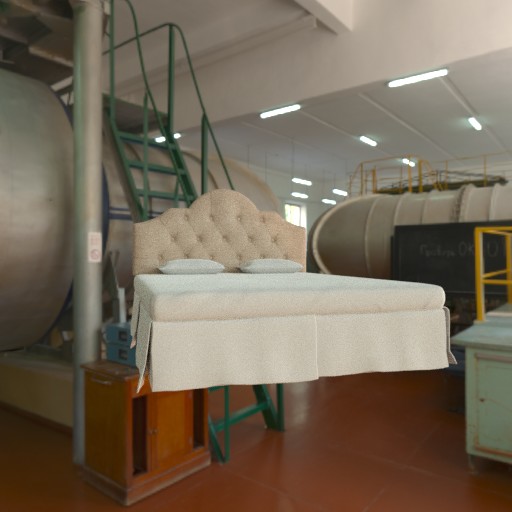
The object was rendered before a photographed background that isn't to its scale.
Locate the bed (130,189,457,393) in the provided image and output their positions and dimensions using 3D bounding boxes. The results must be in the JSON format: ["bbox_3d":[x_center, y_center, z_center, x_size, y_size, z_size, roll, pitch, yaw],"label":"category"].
[{"bbox_3d":[0.000,0.000,3.049,1.667,1.194,1.970,0,0,-17],"label":"bed"}]
